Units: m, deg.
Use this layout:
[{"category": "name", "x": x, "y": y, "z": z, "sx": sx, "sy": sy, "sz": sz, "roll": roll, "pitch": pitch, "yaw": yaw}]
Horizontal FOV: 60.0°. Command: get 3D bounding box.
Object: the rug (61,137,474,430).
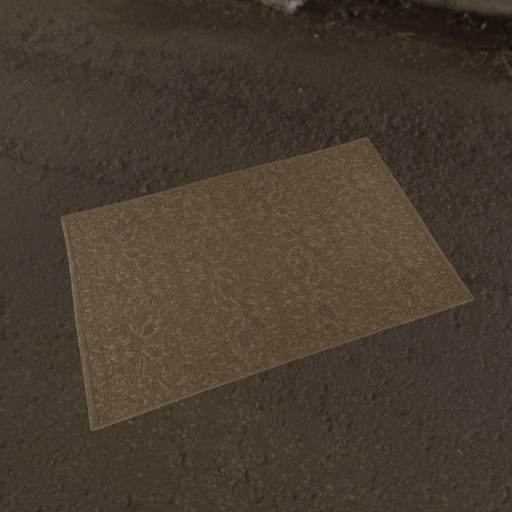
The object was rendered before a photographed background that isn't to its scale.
[{"category": "rug", "x": 0.000, "y": 0.000, "z": 2.999, "sx": 2.435, "sy": 0.012, "sz": 1.529, "roll": -16, "pitch": 60, "yaw": -10}]
